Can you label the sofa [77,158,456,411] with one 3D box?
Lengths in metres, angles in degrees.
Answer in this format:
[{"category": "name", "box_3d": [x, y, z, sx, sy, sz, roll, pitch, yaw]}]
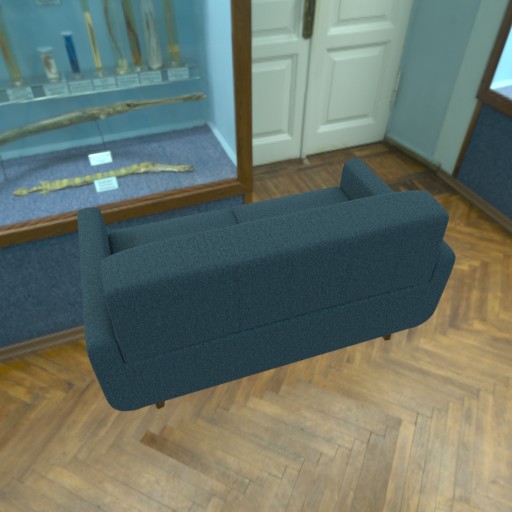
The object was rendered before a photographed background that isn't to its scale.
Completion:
[{"category": "sofa", "box_3d": [0.000, 0.000, 2.258, 1.651, 0.896, 0.942, -13, 44, -14]}]
